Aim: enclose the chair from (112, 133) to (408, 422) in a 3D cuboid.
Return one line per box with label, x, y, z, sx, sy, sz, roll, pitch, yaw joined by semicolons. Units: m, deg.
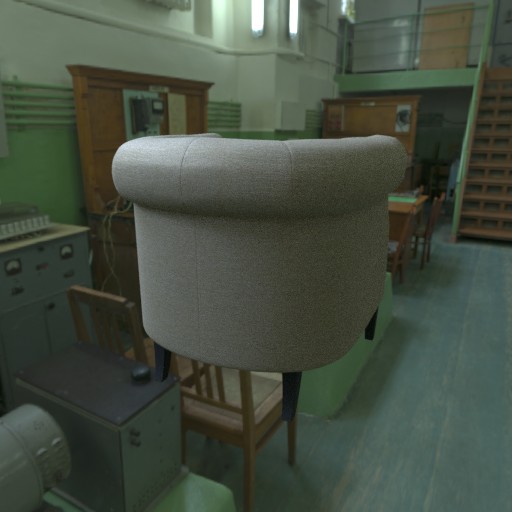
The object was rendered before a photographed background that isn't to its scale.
chair;0.000;0.000;1.566;0.905;0.827;0.852;8;18;25
